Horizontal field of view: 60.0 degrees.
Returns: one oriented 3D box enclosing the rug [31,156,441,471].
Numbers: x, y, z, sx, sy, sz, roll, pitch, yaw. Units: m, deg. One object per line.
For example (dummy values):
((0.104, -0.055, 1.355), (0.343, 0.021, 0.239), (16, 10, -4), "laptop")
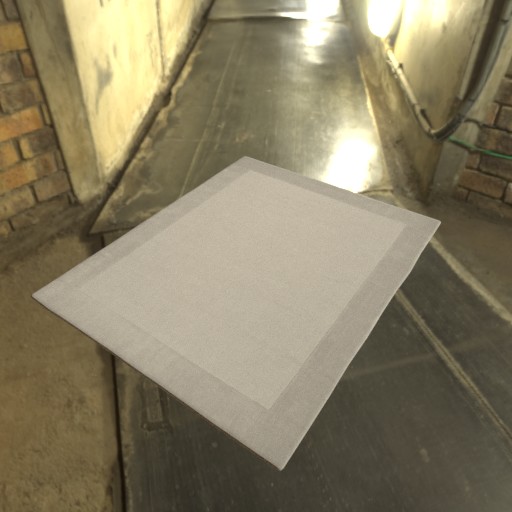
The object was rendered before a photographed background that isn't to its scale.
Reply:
((0.000, 0.000, 3.991), (2.430, 0.018, 2.976), (24, 46, 26), "rug")
